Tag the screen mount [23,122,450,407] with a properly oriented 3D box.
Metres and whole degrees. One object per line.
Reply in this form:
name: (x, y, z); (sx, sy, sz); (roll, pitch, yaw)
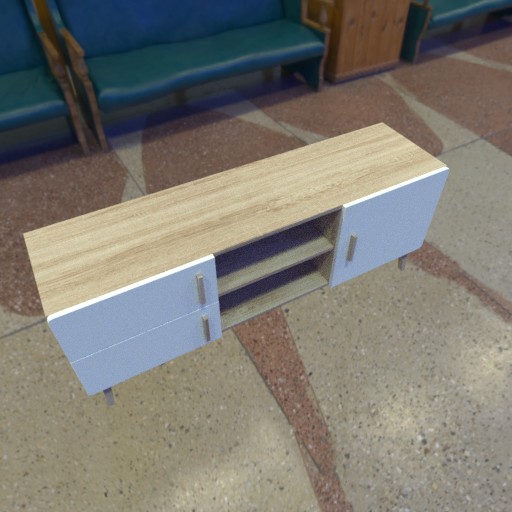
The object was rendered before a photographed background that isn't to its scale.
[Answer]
screen mount: (0.000, 0.000, 1.770); (1.500, 0.570, 0.420); (-21, 49, -20)
